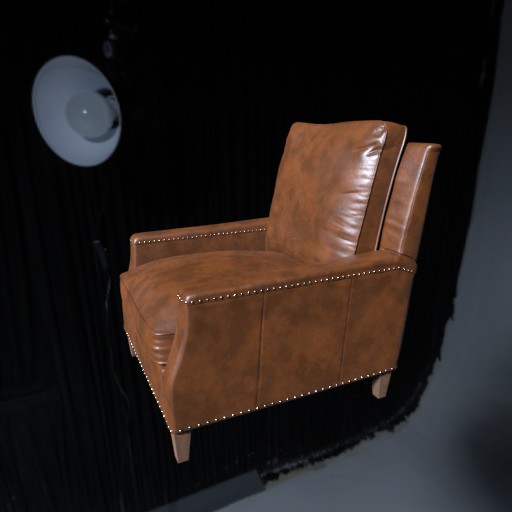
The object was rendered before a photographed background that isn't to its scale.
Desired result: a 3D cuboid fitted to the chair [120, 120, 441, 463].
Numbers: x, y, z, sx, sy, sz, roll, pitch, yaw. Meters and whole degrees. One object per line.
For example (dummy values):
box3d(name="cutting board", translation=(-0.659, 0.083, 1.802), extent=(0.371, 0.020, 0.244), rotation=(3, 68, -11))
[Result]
box3d(name="chair", translation=(0.000, 0.000, 1.807), extent=(1.035, 1.054, 0.854), rotation=(-8, 18, -25))
